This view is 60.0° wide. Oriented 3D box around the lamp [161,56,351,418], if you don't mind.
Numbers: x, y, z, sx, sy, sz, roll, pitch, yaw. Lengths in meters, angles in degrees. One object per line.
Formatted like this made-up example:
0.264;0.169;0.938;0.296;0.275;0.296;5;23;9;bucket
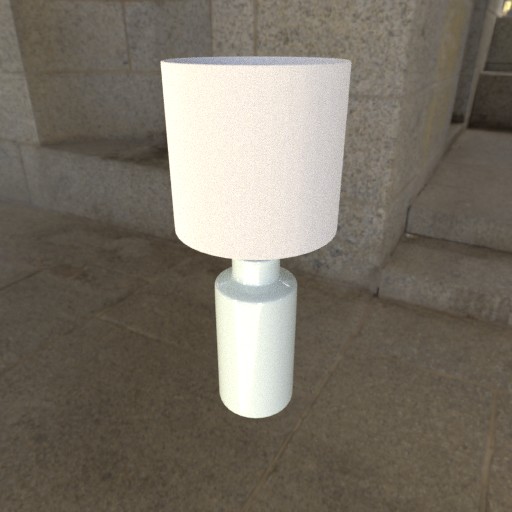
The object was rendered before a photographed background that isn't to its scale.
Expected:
0.000;0.000;0.609;0.212;0.493;0.212;0;26;1;lamp
